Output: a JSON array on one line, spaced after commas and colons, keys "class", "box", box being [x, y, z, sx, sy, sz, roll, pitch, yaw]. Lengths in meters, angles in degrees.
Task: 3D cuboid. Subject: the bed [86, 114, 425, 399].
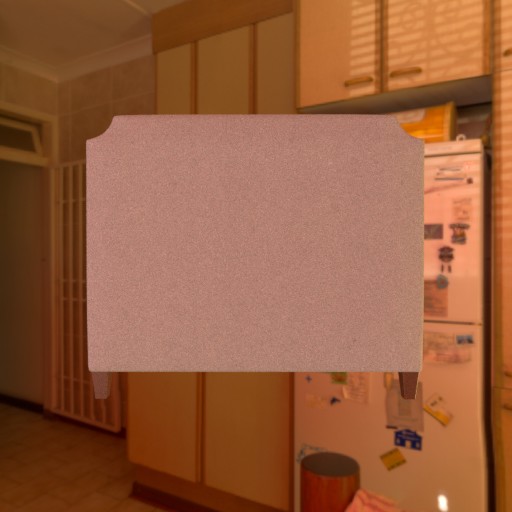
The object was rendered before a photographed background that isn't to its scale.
[{"class": "bed", "box": [0.000, 0.000, 3.377, 1.712, 1.443, 2.372, 0, 0, 0]}]
